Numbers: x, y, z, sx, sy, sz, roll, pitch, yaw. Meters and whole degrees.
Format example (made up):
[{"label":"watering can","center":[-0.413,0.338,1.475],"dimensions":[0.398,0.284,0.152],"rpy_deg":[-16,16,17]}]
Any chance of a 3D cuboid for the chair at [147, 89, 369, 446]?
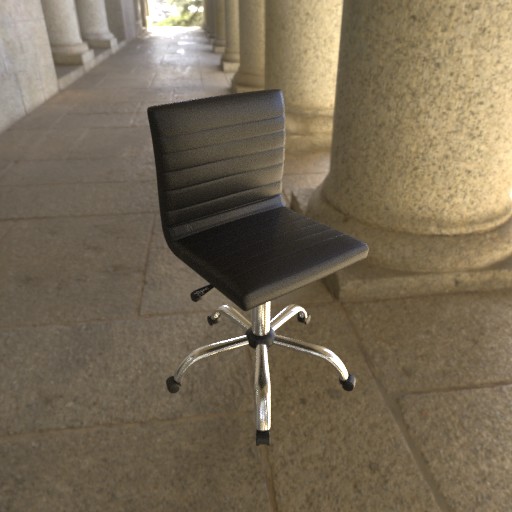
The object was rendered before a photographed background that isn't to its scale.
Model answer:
[{"label":"chair","center":[0.000,0.000,1.191],"dimensions":[0.556,0.780,0.530],"rpy_deg":[-21,36,-31]}]
